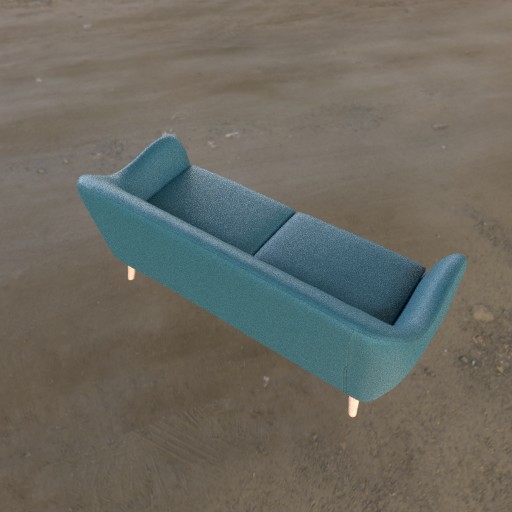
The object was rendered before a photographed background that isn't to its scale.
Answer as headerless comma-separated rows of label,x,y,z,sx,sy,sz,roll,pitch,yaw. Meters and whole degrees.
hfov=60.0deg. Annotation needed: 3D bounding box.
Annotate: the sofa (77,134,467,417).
sofa,0.000,0.000,2.277,1.840,0.836,0.820,27,52,23
